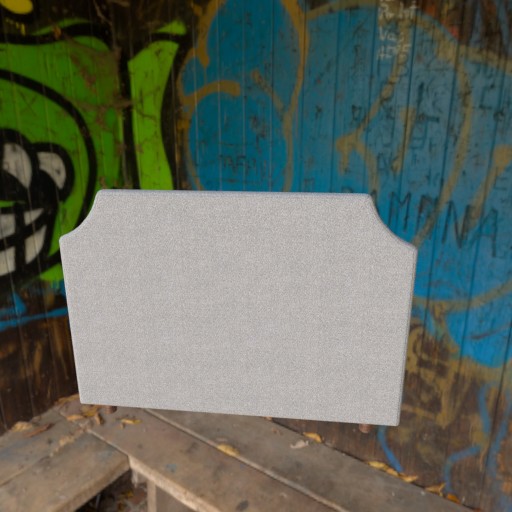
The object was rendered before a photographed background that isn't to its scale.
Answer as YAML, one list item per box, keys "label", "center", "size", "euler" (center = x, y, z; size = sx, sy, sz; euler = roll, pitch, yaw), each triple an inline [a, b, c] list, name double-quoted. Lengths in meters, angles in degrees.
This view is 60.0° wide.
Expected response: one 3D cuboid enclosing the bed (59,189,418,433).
- label: "bed"
  center: [0.000, 0.000, 3.357]
  size: [1.811, 1.296, 2.259]
  euler: [2, 17, 6]
